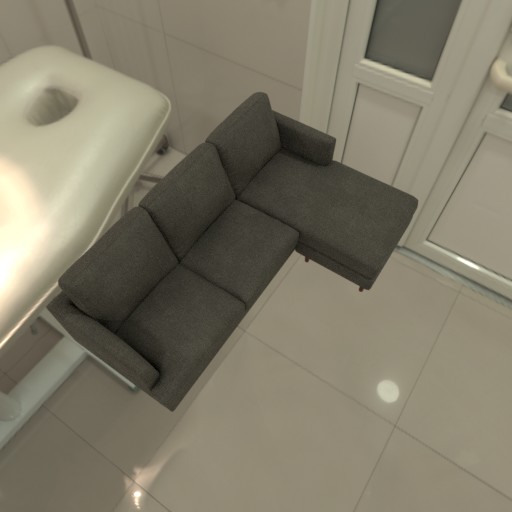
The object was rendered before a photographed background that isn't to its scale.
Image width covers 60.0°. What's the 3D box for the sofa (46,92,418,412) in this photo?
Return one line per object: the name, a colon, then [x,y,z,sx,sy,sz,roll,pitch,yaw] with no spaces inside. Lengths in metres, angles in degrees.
sofa: [0.000,0.000,3.047,1.504,0.956,2.233,29,62,18]
